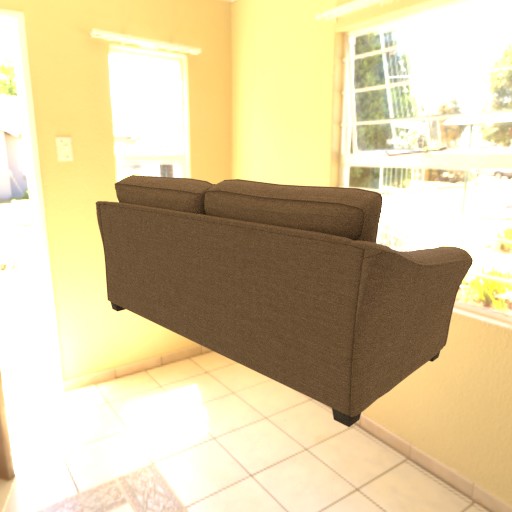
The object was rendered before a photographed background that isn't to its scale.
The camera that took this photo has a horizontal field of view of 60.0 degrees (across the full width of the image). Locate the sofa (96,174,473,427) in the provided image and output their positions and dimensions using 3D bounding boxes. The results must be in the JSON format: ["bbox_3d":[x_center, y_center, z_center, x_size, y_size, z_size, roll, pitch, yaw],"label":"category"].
[{"bbox_3d":[0.000,0.000,2.720,0.980,0.965,2.270,-13,18,-43],"label":"sofa"}]
